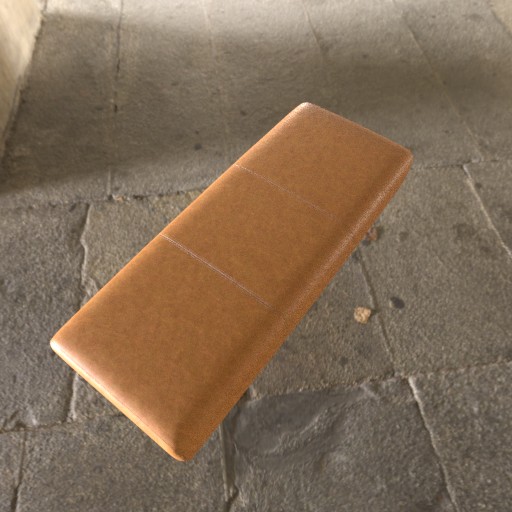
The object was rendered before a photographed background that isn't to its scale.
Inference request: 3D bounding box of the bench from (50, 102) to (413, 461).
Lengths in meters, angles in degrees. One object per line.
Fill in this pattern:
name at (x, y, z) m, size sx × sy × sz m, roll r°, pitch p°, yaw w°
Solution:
bench at (0.000, 0.000, 1.912) m, size 0.653 × 0.399 × 1.610 m, roll 32°, pitch 63°, yaw 19°
